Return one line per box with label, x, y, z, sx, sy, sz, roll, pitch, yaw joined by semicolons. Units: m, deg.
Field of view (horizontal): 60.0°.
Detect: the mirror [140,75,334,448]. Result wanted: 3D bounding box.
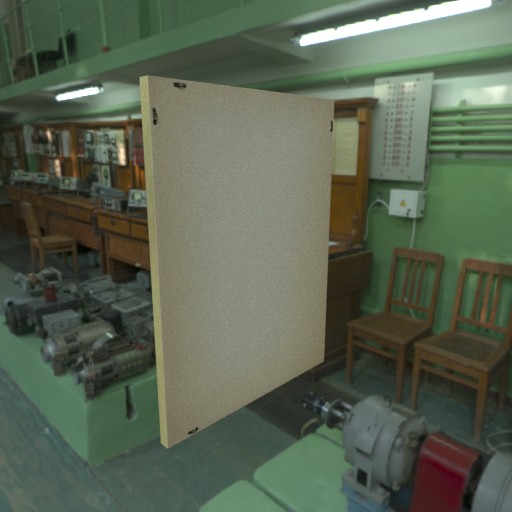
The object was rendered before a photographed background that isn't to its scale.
mirror;0.000;0.000;1.441;0.040;1.016;0.762;13;19;43
